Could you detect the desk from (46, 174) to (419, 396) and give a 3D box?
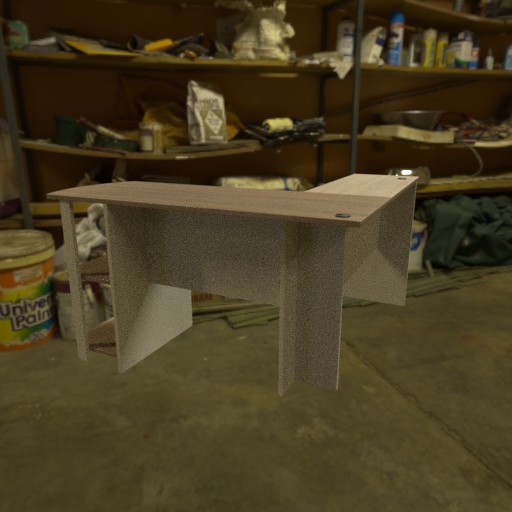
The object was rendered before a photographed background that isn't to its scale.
[{"bbox_3d":[0.000,0.000,2.181,1.303,0.716,1.361,8,18,25],"label":"desk"}]
